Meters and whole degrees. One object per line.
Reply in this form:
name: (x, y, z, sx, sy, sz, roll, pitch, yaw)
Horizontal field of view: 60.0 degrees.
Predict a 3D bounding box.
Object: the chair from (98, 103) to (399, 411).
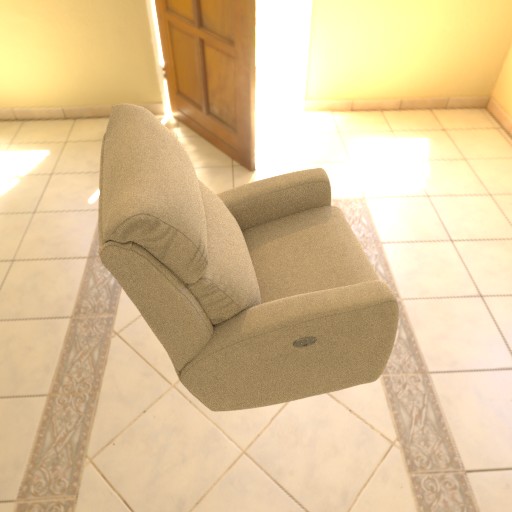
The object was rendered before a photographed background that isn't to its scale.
chair: (0.000, 0.000, 1.642, 0.940, 1.021, 0.794, -9, 46, -9)
